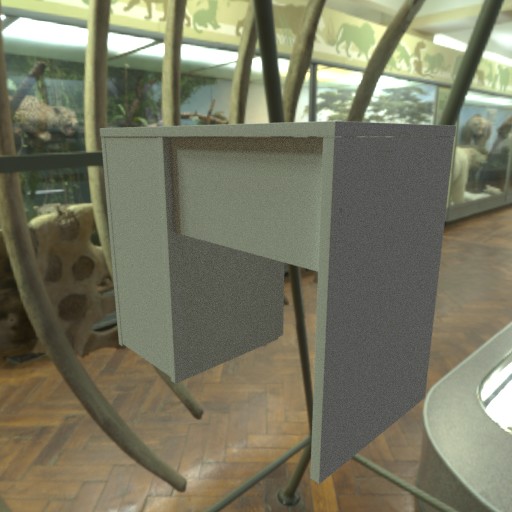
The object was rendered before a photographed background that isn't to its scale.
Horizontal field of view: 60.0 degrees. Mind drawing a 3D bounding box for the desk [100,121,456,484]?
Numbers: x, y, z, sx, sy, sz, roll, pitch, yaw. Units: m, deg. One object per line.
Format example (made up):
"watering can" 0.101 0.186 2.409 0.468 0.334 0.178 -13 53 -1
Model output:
"desk" 0.000 0.000 1.308 0.482 0.730 0.898 -14 20 -41
